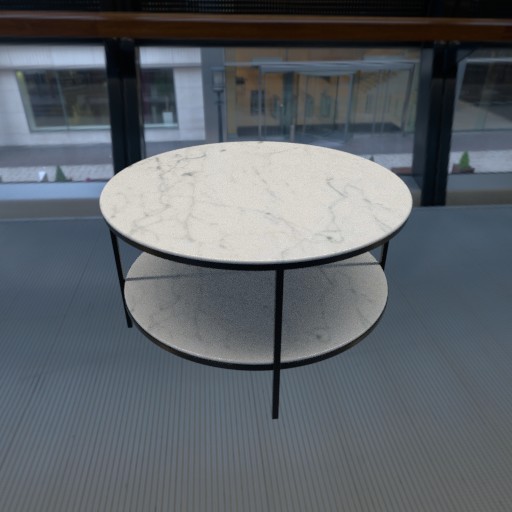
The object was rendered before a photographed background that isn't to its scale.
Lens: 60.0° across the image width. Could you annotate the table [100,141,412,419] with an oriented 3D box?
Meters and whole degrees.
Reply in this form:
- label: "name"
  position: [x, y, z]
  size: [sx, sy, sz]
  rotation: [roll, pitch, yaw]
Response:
- label: "table"
  position: [0.000, 0.000, 1.297]
  size: [0.800, 0.450, 0.800]
  rotation: [0, 30, 0]
